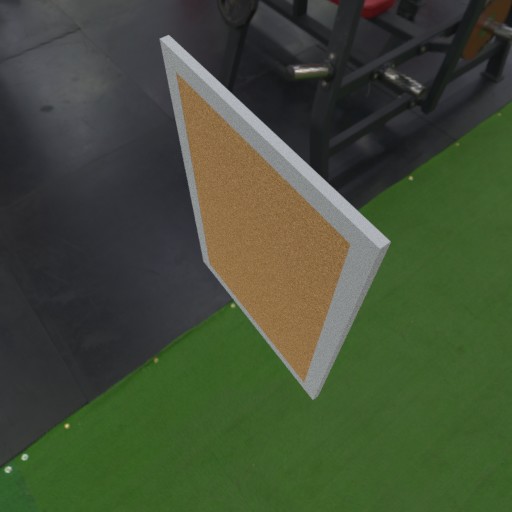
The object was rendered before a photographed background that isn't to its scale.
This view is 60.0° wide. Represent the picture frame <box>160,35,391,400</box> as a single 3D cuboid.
[{"bbox_3d":[0.000,0.000,0.595,0.011,0.459,0.326,-32,64,-18],"label":"picture frame"}]
